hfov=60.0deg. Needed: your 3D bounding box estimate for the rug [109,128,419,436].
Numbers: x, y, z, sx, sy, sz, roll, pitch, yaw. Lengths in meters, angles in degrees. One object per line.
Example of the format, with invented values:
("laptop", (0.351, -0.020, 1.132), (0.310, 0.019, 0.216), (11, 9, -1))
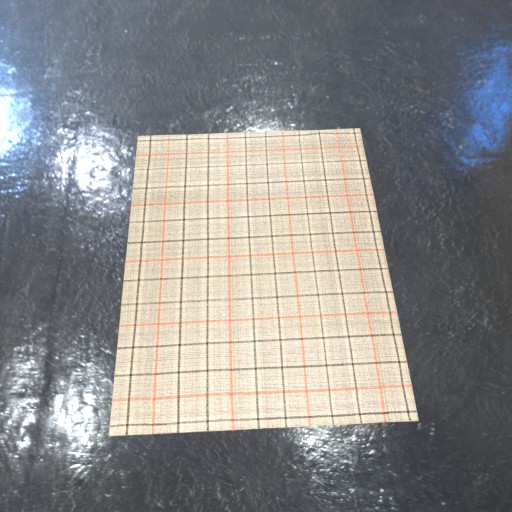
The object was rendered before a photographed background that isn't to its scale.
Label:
("rug", (0.000, 0.000, 4.170), (2.444, 0.012, 3.048), (-2, 63, -1))
